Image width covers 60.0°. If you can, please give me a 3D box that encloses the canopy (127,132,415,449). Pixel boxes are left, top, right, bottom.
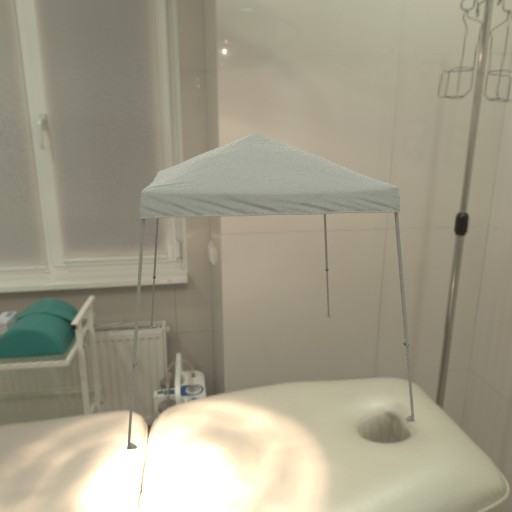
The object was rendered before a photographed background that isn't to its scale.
[{"bbox_3d":[0.000,0.000,5.303,2.849,2.849,2.848,-2,15,-8],"label":"canopy"}]
